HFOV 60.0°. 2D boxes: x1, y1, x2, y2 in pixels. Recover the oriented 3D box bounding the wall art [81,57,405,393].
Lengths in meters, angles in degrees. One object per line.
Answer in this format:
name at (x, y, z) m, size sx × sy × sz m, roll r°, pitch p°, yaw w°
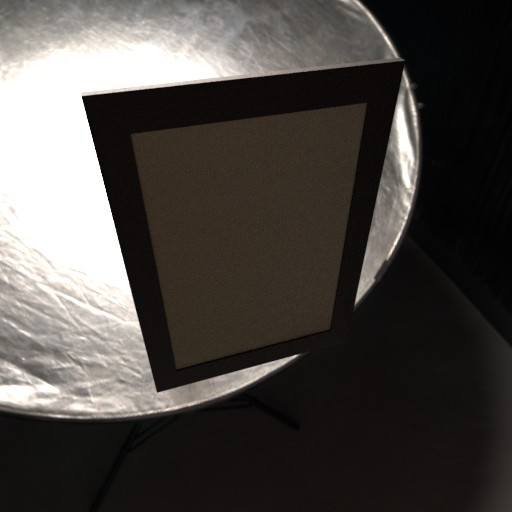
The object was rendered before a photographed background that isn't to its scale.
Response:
wall art at (0.000, 0.000, 0.638) m, size 0.359 × 0.508 × 0.013 m, roll -12°, pitch 42°, yaw -14°
